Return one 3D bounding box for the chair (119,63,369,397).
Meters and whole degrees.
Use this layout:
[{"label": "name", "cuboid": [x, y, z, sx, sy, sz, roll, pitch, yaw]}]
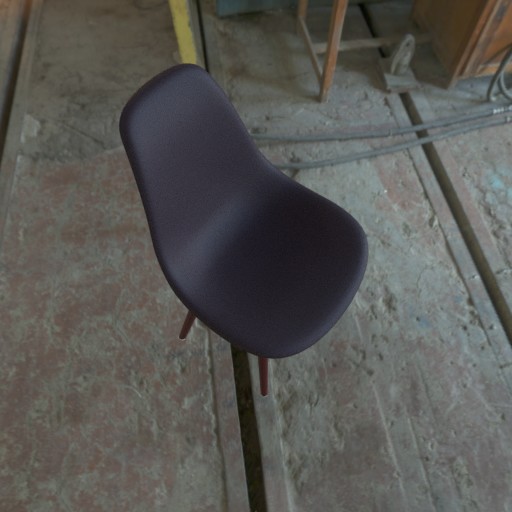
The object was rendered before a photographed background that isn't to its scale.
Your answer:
[{"label": "chair", "cuboid": [0.000, 0.000, 1.149, 0.533, 0.826, 0.470, 33, 65, 17]}]
